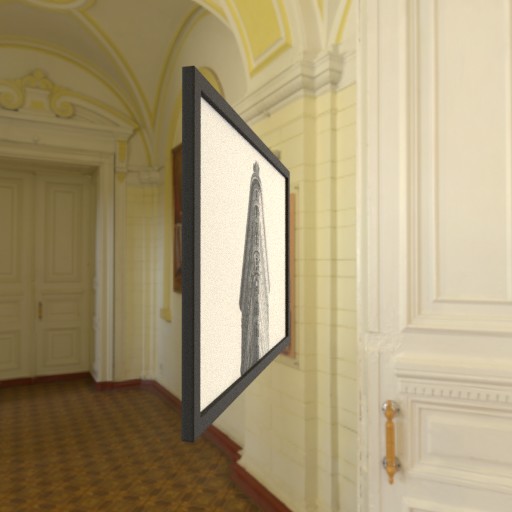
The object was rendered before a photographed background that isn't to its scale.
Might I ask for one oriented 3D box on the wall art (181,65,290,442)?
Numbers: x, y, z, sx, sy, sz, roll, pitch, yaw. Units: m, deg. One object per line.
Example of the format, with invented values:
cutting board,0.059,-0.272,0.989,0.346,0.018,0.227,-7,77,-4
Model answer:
wall art,0.000,0.000,1.245,0.049,0.659,0.964,0,-1,16
